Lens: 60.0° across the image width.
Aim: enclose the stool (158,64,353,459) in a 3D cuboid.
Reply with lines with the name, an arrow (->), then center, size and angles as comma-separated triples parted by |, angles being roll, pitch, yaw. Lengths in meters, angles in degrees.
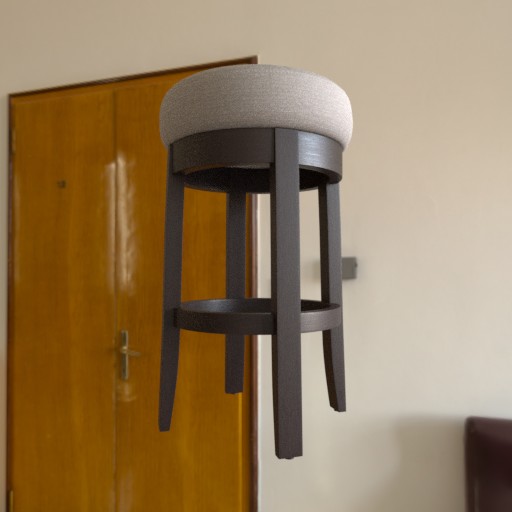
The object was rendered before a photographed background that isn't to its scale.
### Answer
stool -> 0.000, 0.000, 1.034 | 0.443, 0.757, 0.443 | 0, -1, 0
